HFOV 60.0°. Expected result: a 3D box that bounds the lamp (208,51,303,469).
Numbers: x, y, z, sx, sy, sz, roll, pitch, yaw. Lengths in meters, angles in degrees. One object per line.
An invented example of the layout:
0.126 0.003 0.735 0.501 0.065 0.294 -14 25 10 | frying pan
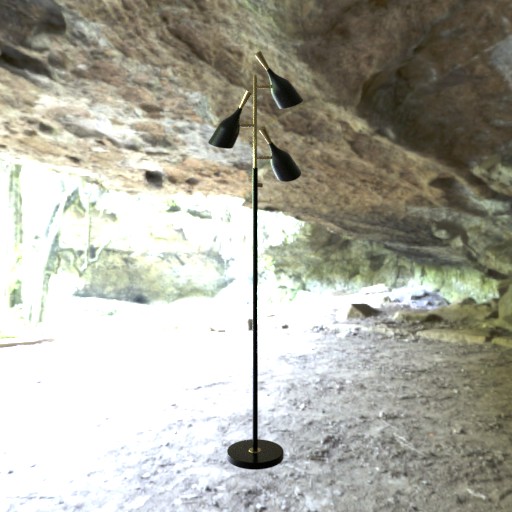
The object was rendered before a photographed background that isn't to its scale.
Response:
0.000 0.000 1.979 0.434 1.778 0.253 0 -1 -1 | lamp
